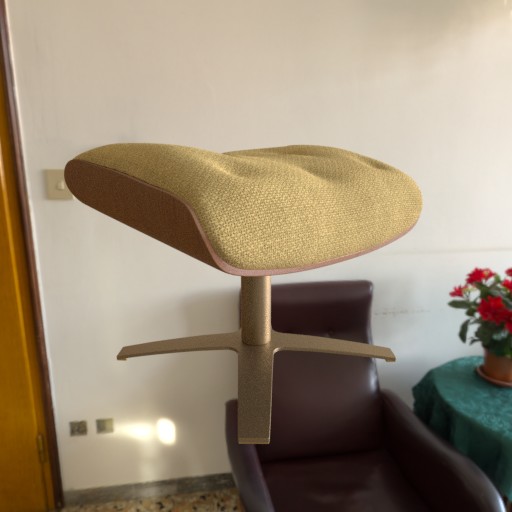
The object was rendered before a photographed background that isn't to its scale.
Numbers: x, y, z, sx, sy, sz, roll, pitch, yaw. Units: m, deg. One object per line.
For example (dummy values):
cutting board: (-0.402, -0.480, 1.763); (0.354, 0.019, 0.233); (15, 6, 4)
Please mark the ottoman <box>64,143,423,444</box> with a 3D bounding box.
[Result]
ottoman: (0.000, 0.000, 0.795); (0.520, 0.391, 0.394); (-13, 18, -43)
